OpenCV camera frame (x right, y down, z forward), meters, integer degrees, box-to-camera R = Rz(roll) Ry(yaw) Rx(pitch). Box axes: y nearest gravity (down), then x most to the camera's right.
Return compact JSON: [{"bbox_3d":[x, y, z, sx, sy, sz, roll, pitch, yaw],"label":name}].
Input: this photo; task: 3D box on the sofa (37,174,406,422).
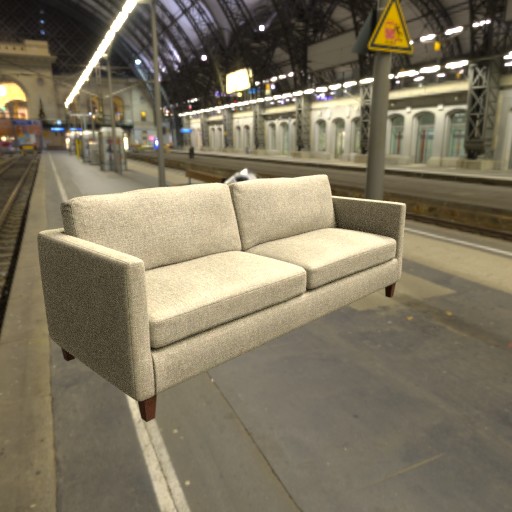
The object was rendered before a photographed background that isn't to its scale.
[{"bbox_3d":[0.000,0.000,2.939,0.948,0.951,2.434,14,20,42],"label":"sofa"}]
